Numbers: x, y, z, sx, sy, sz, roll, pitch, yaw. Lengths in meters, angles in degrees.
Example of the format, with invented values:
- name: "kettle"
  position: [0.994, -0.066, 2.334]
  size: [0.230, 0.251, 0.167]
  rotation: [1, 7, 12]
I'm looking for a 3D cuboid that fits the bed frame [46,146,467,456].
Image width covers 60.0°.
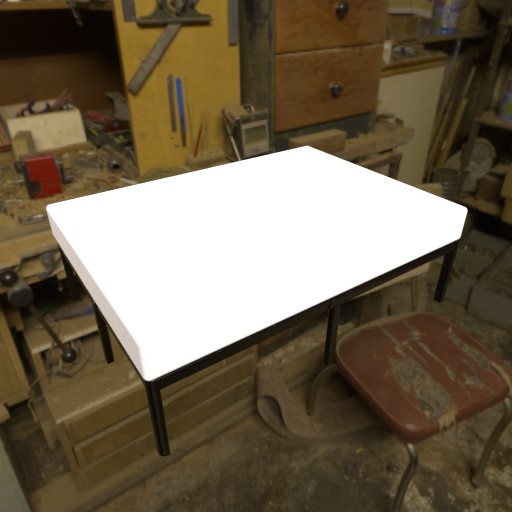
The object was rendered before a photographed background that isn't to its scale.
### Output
- name: "bed frame"
  position: [0.000, 0.000, 2.673]
  size: [1.956, 0.659, 1.408]
  rotation: [-20, 36, -29]
